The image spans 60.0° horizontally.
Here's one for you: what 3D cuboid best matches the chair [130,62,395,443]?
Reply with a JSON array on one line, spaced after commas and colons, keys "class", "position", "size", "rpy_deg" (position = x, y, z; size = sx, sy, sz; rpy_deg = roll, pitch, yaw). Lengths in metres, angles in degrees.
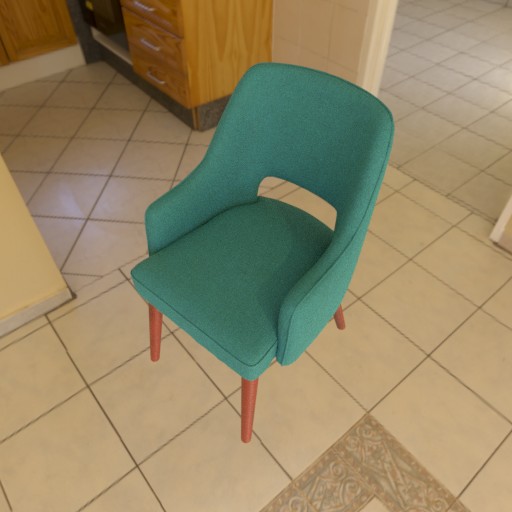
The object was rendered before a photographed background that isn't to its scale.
[{"class": "chair", "position": [0.000, 0.000, 1.261], "size": [0.548, 0.849, 0.605], "rpy_deg": [32, 55, 26]}]
